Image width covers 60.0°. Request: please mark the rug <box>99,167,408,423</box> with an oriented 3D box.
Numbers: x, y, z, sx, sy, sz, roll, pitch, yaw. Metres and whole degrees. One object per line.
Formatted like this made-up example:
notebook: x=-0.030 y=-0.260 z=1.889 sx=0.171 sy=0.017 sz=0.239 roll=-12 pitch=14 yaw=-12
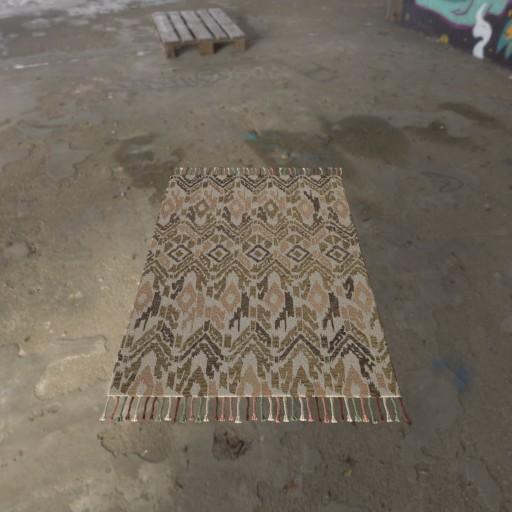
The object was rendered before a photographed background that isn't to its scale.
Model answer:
rug: x=0.000 y=0.000 z=3.031 sx=1.524 sy=0.008 sz=2.438 roll=0 pitch=41 yaw=0
